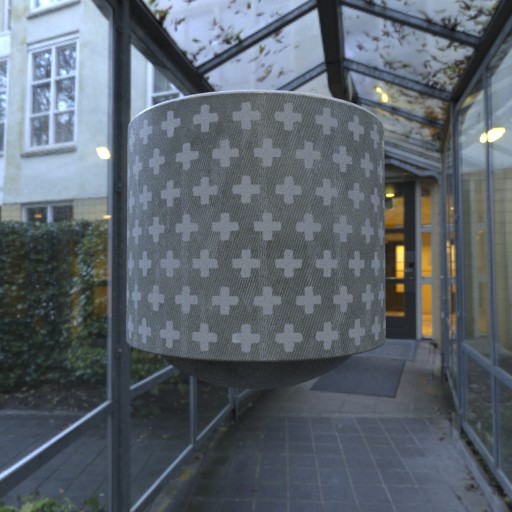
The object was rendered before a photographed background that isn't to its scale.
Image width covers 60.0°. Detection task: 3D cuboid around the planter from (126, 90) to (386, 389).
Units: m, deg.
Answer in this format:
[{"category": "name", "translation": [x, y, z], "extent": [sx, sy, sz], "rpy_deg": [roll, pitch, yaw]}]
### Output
[{"category": "planter", "translation": [0.000, 0.000, 0.447], "extent": [0.250, 0.239, 0.250], "rpy_deg": [0, -1, 0]}]
